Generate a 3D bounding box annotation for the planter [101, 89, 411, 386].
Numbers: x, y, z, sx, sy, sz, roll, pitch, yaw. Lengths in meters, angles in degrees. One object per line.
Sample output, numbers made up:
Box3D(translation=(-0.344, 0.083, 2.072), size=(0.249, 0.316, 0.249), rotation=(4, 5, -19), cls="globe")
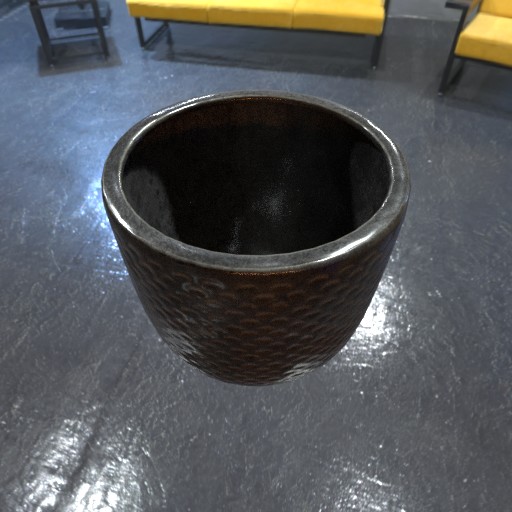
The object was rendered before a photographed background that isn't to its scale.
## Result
Box3D(translation=(0.000, 0.000, 0.248), size=(0.140, 0.129, 0.140), rotation=(0, 46, 0), cls="planter")
